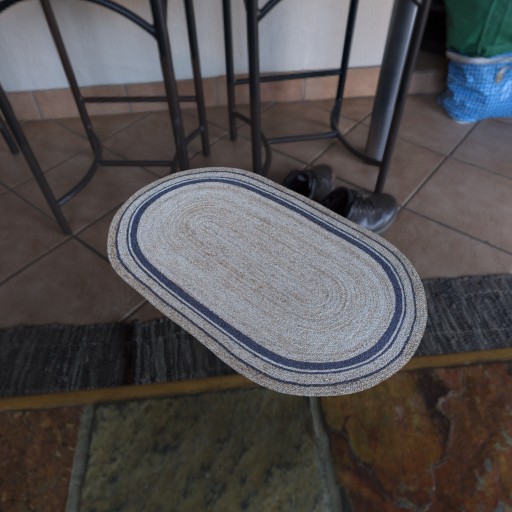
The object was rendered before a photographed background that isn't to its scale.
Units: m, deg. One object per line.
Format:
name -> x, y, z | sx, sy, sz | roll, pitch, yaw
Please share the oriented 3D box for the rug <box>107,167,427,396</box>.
rug -> 0.000, 0.000, 3.143 | 2.432, 0.006, 1.520 | 32, 54, 26
